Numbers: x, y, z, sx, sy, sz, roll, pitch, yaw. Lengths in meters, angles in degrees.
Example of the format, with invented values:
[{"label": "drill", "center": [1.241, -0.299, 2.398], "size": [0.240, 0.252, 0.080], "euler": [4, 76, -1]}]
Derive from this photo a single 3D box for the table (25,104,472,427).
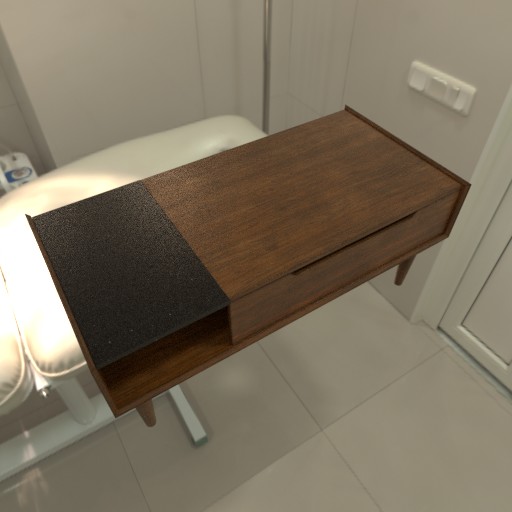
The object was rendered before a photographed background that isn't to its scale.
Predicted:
[{"label": "table", "center": [0.000, 0.000, 1.531], "size": [1.221, 0.508, 0.610], "euler": [-25, 51, -22]}]
